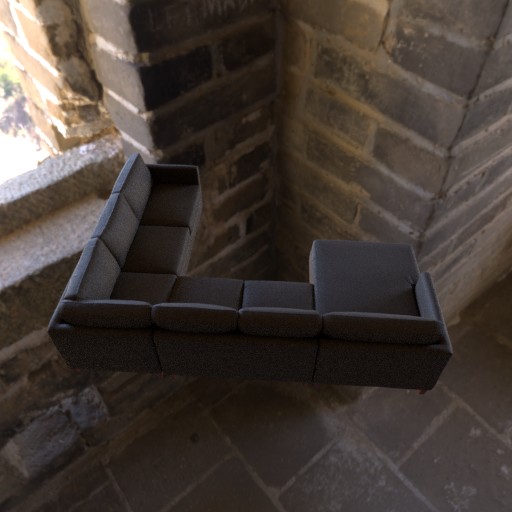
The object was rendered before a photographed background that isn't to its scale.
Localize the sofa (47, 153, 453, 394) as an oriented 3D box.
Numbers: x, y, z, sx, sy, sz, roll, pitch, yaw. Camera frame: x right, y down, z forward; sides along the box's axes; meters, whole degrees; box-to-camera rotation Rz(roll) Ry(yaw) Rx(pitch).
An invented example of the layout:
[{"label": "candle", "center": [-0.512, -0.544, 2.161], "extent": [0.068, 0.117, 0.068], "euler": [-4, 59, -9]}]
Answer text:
[{"label": "sofa", "center": [0.000, 0.000, 4.769], "extent": [3.460, 0.961, 2.594], "euler": [3, 46, 3]}]
